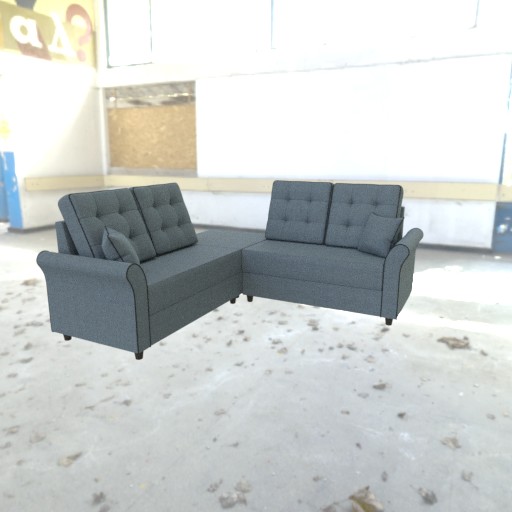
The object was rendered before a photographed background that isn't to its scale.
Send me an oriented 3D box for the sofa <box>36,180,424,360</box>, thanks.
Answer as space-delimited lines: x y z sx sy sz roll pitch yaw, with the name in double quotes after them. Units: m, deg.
0.000 0.000 3.260 2.070 0.988 2.068 7 15 26 "sofa"
